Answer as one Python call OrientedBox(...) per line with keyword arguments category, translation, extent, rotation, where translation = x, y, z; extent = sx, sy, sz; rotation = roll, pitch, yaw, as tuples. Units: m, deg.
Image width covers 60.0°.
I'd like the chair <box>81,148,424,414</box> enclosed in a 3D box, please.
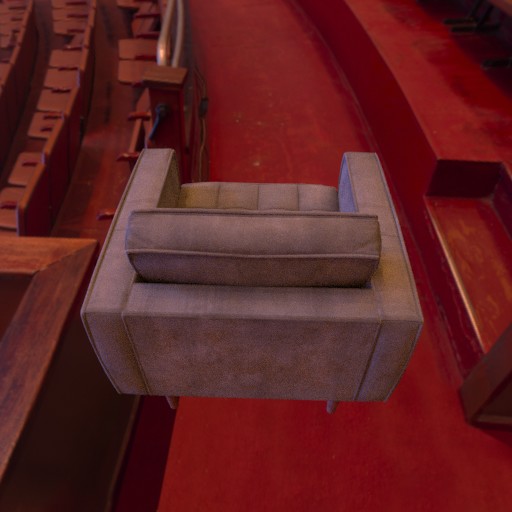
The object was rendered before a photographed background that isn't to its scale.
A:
OrientedBox(category="chair", translation=(0.000, 0.000, 1.548), extent=(0.928, 0.773, 0.843), rotation=(1, 46, 1))
